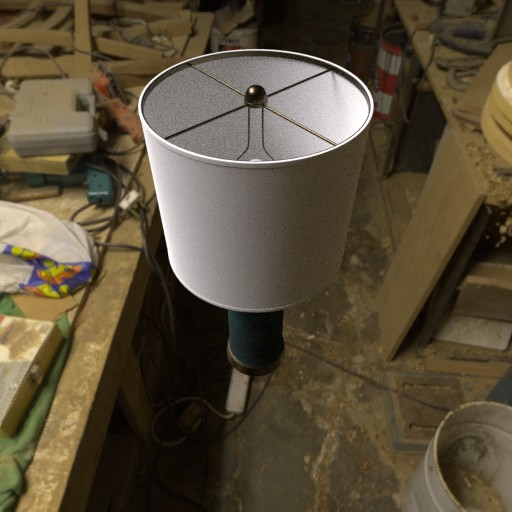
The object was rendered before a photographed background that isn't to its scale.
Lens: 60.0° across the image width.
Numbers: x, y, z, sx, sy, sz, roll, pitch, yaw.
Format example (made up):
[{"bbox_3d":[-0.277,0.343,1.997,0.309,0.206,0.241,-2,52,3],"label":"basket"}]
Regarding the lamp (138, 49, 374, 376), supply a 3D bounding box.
[{"bbox_3d":[0.000,0.000,0.793,0.301,0.630,0.301,3,47,3],"label":"lamp"}]
